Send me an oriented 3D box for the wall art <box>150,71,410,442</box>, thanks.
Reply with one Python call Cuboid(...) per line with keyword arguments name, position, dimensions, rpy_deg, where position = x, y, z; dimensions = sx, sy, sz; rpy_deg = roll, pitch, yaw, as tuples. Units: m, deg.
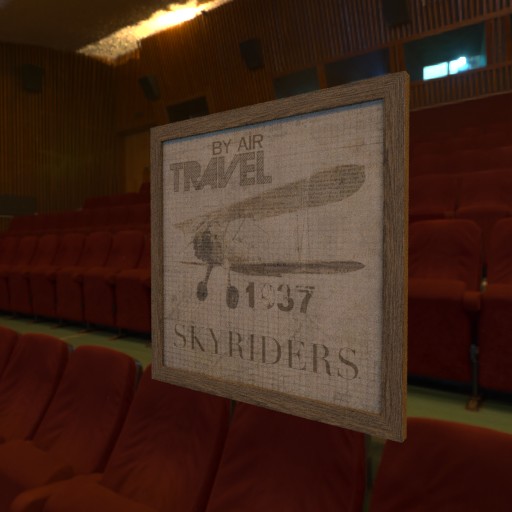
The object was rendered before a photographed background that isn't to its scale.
Cuboid(name="wall art", position=(0.000, 0.000, 0.759), dimensions=(0.508, 0.508, 0.019), rpy_deg=(1, 2, 35))
